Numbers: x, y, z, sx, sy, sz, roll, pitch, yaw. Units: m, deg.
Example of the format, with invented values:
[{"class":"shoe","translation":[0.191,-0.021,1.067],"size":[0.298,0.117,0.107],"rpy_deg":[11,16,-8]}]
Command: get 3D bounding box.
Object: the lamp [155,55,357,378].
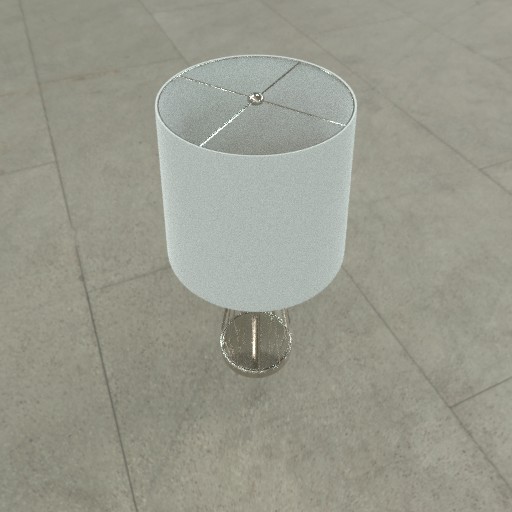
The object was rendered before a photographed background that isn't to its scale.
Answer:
[{"class":"lamp","translation":[0.000,0.000,0.797],"size":[0.303,0.618,0.303],"rpy_deg":[0,48,0]}]
